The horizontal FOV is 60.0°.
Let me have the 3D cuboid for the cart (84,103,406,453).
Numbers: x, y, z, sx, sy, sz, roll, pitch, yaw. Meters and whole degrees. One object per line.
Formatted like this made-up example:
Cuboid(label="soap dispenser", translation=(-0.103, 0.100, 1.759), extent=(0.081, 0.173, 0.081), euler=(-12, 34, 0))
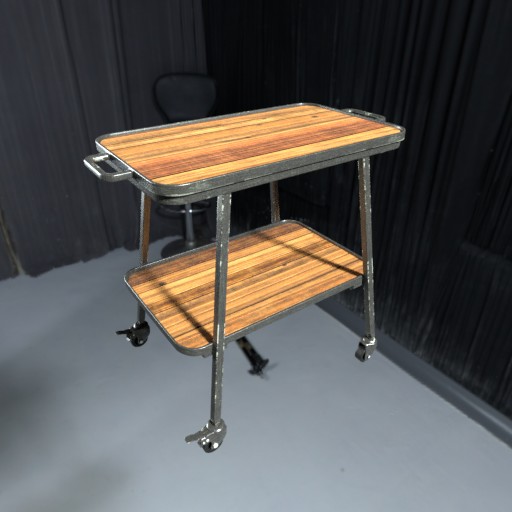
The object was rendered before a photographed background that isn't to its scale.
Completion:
Cuboid(label="cart", translation=(0.000, 0.000, 1.263), extent=(0.806, 0.700, 0.515), euler=(-20, 36, -30))
